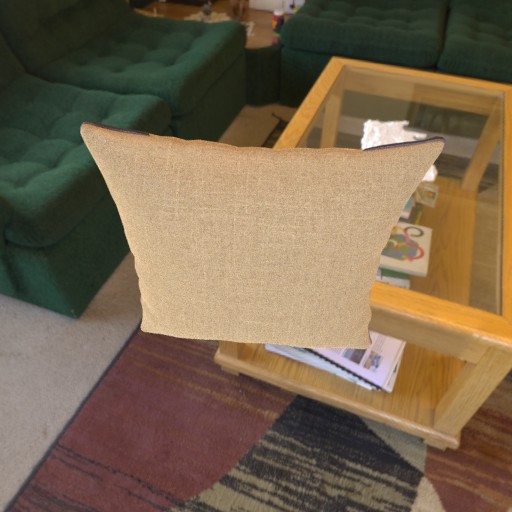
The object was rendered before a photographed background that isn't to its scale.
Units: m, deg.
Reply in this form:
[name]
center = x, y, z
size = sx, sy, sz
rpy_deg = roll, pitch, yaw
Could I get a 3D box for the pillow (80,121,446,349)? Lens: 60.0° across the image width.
[pillow]
center = 0.000, 0.000, 0.683
size = 0.440, 0.441, 0.147
rpy_deg = 3, 47, 3
